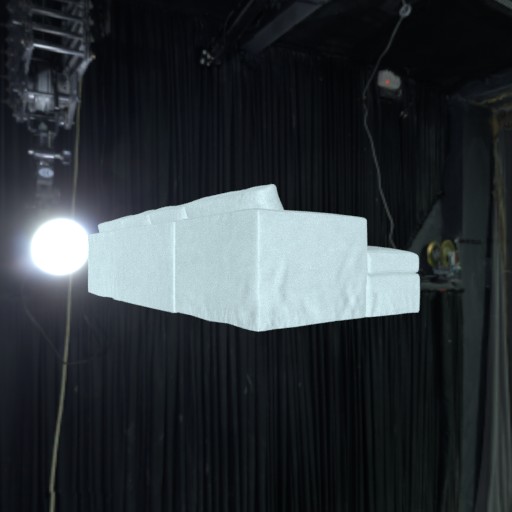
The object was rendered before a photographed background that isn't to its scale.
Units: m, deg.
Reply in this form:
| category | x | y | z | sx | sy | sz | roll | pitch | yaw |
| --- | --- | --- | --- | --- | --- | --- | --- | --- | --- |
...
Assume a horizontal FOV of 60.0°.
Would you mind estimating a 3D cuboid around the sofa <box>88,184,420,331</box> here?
| category | x | y | z | sx | sy | sz | roll | pitch | yaw |
| --- | --- | --- | --- | --- | --- | --- | --- | --- | --- |
| sofa | 0.000 | 0.000 | 4.534 | 2.440 | 0.869 | 3.434 | 0 | 0 | -36 |
